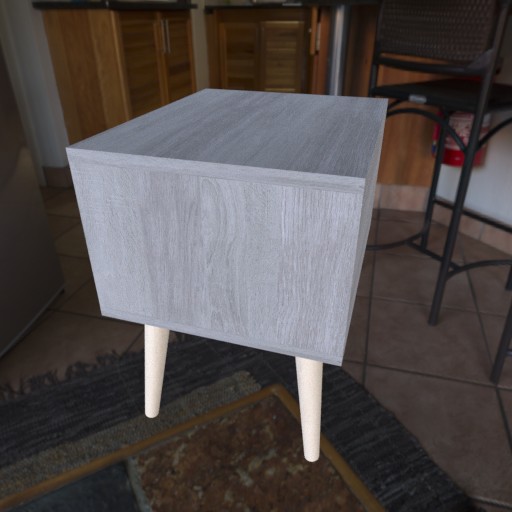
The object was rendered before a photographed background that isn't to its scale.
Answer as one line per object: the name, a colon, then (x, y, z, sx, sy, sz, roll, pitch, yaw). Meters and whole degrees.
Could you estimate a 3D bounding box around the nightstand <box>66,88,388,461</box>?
nightstand: (0.000, 0.000, 0.821, 0.380, 0.500, 0.450, 9, 31, 15)
